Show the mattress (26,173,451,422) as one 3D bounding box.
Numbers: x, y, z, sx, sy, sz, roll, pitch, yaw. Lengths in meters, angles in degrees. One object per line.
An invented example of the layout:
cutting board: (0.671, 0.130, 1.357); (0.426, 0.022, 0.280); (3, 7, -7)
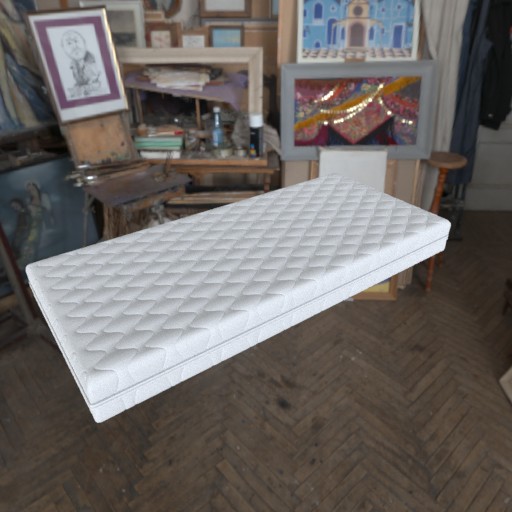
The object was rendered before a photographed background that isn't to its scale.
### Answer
mattress: (0.000, 0.000, 2.275); (2.000, 0.200, 0.900); (-21, 37, -30)
